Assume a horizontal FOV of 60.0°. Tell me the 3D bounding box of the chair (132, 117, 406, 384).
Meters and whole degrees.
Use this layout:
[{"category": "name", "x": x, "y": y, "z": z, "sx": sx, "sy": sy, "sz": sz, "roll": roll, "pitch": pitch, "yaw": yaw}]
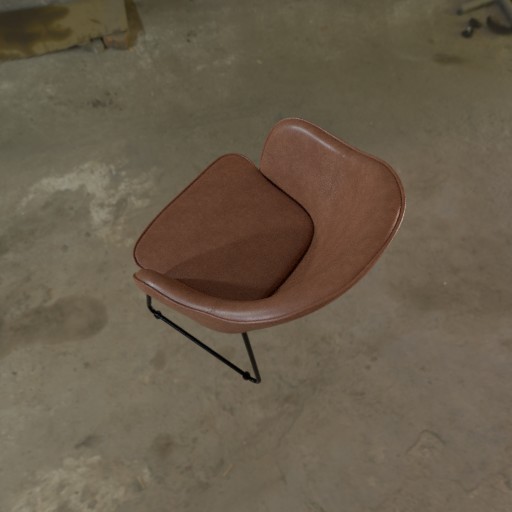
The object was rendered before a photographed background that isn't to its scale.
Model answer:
[{"category": "chair", "x": 0.000, "y": 0.000, "z": 1.213, "sx": 0.580, "sy": 0.785, "sz": 0.582, "roll": 34, "pitch": 69, "yaw": 15}]
